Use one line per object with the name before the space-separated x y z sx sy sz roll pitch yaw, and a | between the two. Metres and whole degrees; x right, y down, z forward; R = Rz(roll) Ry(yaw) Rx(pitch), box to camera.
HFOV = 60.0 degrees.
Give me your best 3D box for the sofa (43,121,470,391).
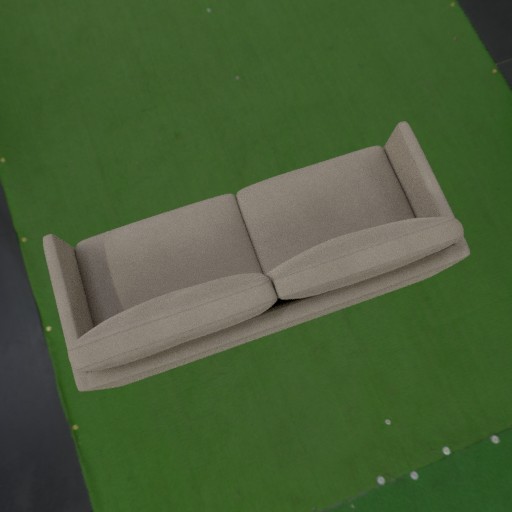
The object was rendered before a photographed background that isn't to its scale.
sofa | 0.000 0.000 2.859 2.404 0.912 0.988 -19 77 -5
